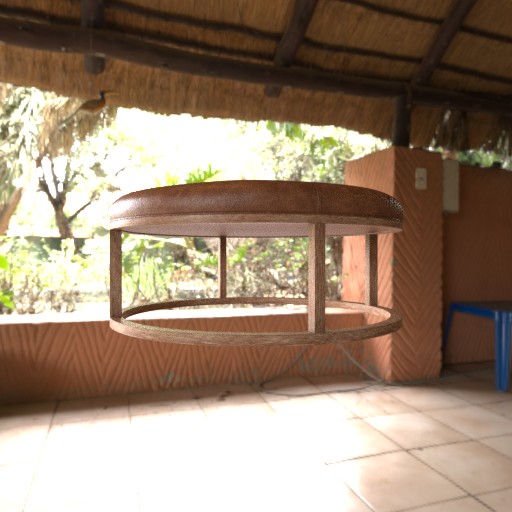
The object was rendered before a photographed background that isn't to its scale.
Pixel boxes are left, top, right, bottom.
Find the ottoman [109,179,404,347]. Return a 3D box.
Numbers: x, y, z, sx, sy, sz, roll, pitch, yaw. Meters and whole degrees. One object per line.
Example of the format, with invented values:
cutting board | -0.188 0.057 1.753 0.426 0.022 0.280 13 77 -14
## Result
ottoman | 0.000 0.000 1.586 1.006 0.445 1.006 0 0 0
